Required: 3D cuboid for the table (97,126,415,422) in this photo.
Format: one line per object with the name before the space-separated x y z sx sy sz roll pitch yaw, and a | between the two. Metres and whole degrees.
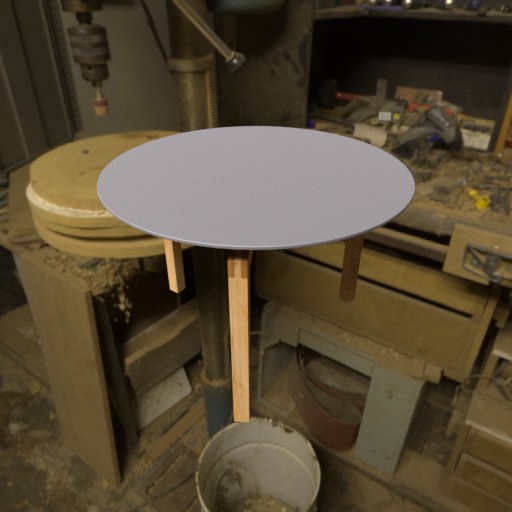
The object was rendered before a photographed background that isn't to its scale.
table | 0.000 0.000 0.981 0.600 0.405 0.600 0 32 0
